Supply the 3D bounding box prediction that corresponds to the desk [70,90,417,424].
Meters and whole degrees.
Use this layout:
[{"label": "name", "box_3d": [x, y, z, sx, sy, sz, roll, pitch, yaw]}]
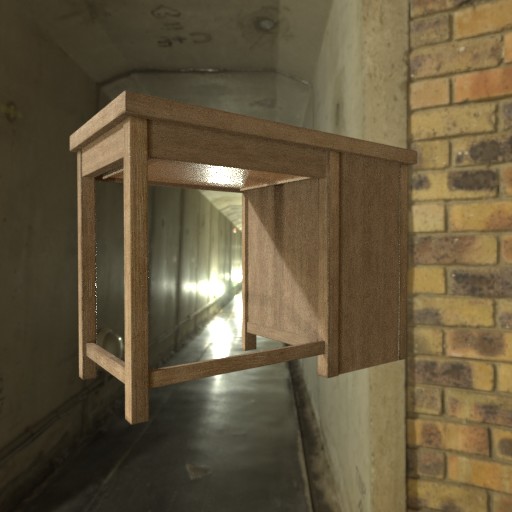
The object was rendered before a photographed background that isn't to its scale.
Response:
[{"label": "desk", "box_3d": [0.000, 0.000, 1.806, 1.289, 0.912, 0.610, -1, 2, -36]}]
